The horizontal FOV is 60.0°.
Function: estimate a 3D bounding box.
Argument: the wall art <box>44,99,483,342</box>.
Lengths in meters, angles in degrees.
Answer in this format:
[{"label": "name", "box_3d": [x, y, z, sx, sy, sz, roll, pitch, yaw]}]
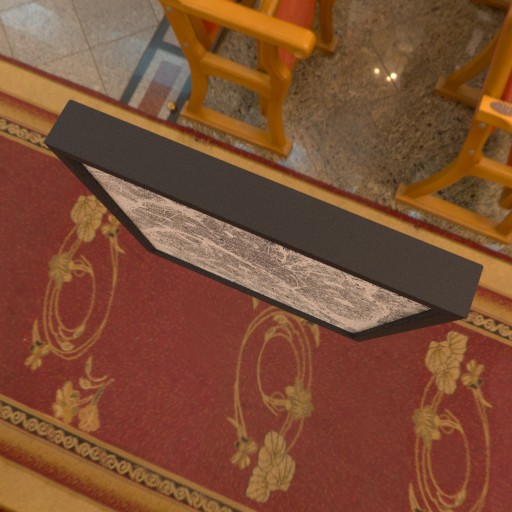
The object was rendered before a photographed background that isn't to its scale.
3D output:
[{"label": "wall art", "box_3d": [0.000, 0.000, 0.443, 0.305, 0.305, 0.037, 23, 77, 5]}]
